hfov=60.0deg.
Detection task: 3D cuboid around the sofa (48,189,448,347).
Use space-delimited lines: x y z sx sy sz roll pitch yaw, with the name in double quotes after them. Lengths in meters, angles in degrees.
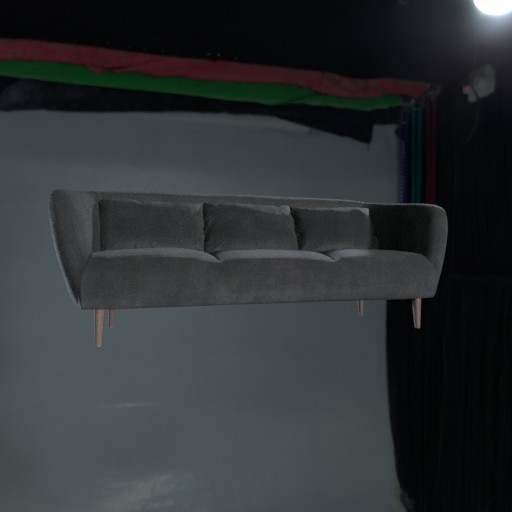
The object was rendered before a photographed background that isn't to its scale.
0.000 0.000 2.770 2.296 0.875 0.956 0 0 -17 "sofa"
